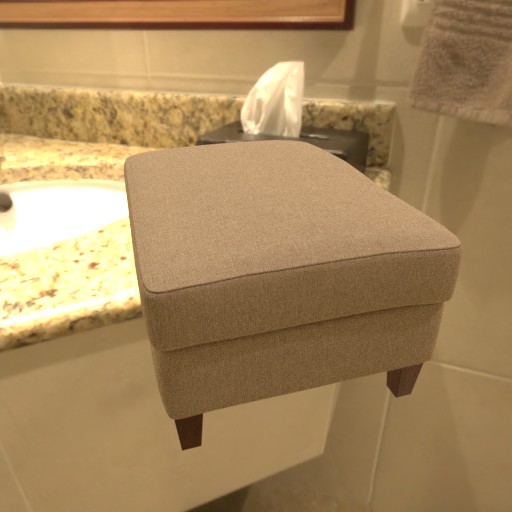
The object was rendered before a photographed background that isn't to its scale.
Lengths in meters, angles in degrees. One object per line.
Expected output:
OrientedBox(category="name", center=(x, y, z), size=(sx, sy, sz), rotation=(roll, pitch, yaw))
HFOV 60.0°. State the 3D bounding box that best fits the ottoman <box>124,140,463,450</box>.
OrientedBox(category="ottoman", center=(0.000, 0.000, 1.297), size=(0.677, 0.519, 0.898), rotation=(-8, 30, -15))
